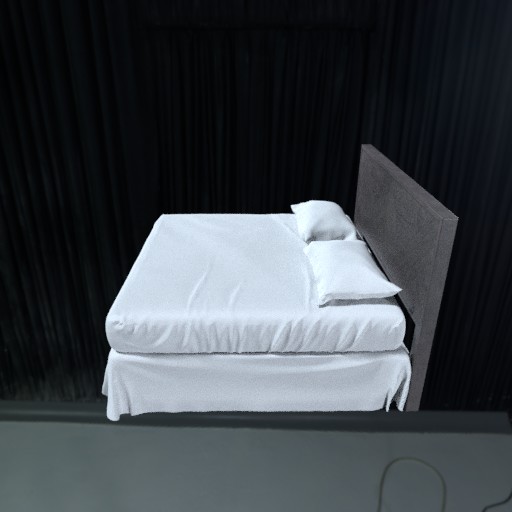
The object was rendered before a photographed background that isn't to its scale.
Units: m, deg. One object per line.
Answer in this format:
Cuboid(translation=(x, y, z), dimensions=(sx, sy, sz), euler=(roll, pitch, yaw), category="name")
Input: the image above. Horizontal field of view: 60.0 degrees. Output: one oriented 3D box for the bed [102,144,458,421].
Cuboid(translation=(0.000, 0.000, 2.938), dimensions=(1.785, 1.142, 1.772), euler=(0, 26, 0), category="bed")
